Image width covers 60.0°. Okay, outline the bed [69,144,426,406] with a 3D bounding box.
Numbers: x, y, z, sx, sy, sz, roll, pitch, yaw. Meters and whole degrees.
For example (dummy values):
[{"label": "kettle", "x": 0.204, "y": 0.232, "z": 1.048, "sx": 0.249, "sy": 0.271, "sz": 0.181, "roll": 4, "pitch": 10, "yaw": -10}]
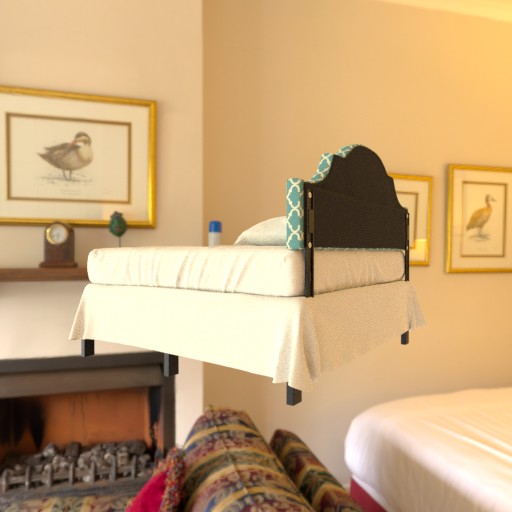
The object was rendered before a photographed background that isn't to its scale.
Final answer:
[{"label": "bed", "x": 0.000, "y": 0.000, "z": 3.773, "sx": 2.222, "sy": 1.601, "sz": 2.314, "roll": 0, "pitch": 1, "yaw": 36}]
